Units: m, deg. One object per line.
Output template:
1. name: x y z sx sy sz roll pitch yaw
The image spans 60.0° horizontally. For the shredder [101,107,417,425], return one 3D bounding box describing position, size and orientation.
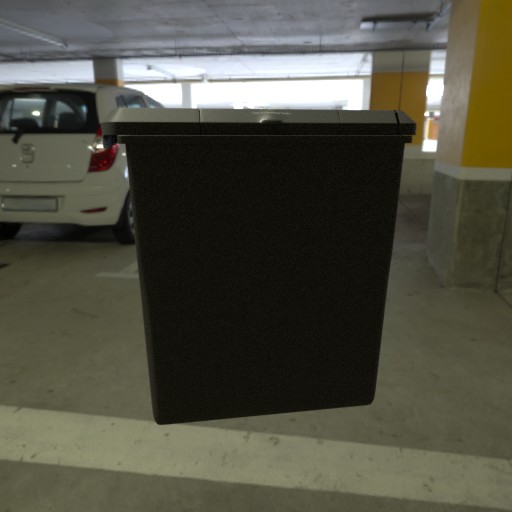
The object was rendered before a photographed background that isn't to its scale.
1. shredder: 0.000 0.000 0.527 0.320 0.335 0.170 -2 15 -9
